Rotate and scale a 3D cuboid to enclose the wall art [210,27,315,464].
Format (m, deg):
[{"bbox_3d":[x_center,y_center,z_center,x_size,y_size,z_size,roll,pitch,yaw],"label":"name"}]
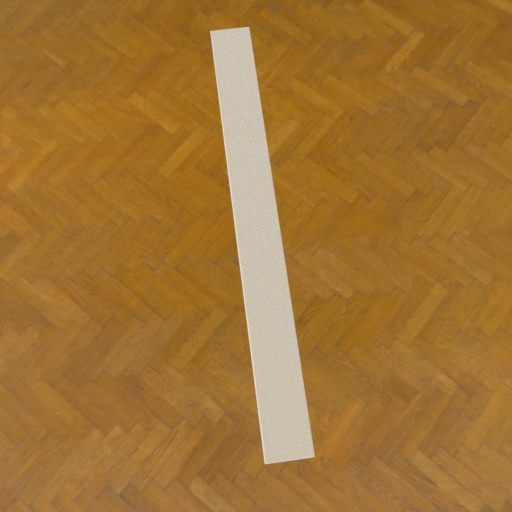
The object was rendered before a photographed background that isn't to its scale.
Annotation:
[{"bbox_3d":[0.000,0.000,0.498,0.038,0.259,0.381,-7,75,-2],"label":"wall art"}]
